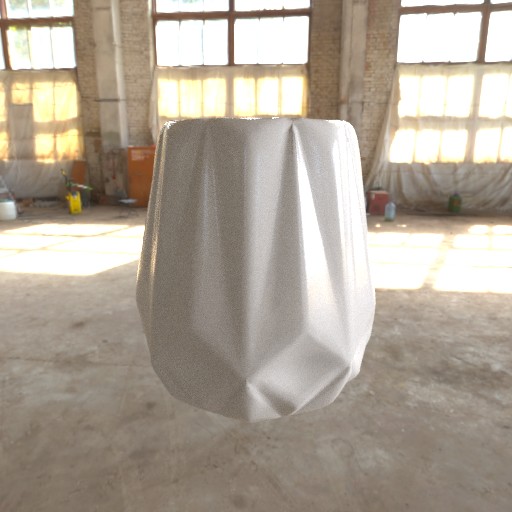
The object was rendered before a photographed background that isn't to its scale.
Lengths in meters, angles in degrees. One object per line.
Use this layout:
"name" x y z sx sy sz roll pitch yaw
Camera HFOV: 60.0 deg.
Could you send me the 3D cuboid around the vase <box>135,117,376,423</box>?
"vase" 0.000 0.000 0.262 0.141 0.152 0.141 0 14 0
